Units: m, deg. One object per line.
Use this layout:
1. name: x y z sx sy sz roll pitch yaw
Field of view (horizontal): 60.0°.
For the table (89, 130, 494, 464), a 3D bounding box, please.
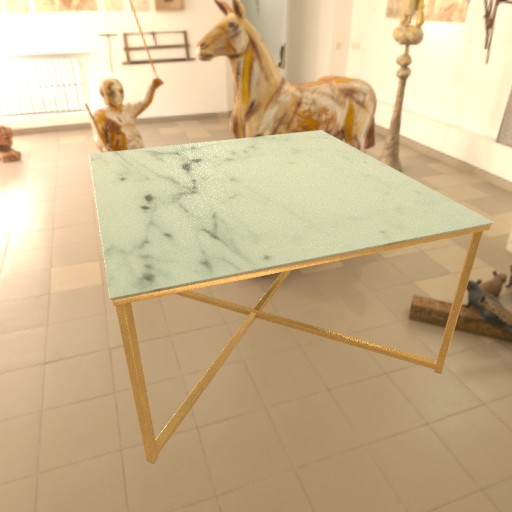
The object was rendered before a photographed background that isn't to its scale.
1. table: 0.000 0.000 1.274 0.800 0.450 0.800 -11 32 -17
